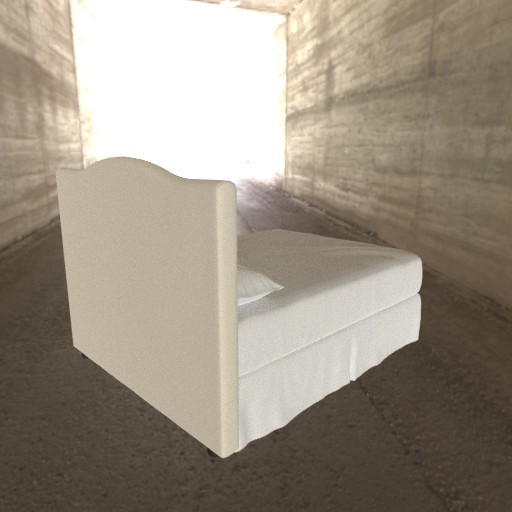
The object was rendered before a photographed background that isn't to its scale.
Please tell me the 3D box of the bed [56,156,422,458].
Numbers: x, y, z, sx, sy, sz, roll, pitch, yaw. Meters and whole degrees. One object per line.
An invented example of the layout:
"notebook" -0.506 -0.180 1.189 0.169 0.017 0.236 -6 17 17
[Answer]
"bed" 0.000 0.000 3.270 2.143 1.460 1.753 -13 19 -43
